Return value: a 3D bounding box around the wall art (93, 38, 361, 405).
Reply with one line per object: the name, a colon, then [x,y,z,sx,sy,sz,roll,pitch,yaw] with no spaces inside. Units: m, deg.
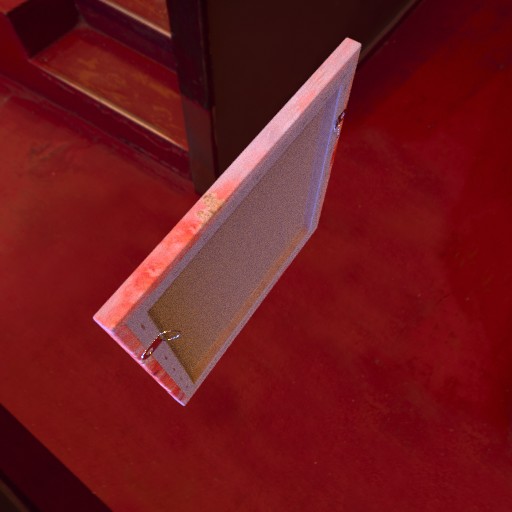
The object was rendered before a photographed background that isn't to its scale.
wall art: [0.000,0.000,1.110,0.064,0.746,0.747,32,68,15]
